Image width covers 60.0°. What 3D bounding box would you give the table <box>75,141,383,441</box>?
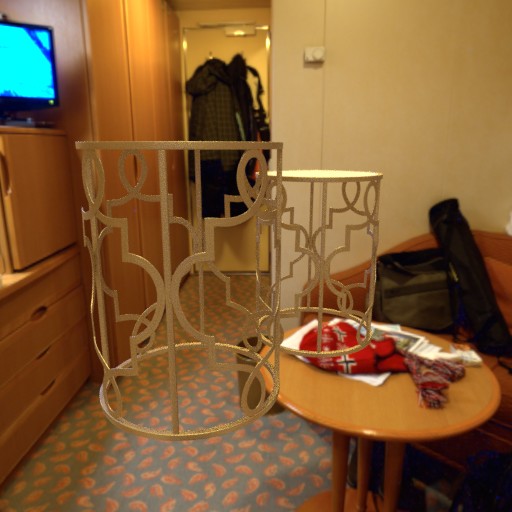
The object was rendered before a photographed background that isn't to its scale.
[{"bbox_3d":[0.000,0.000,1.141,0.846,0.564,0.420,-13,19,-42],"label":"table"}]
